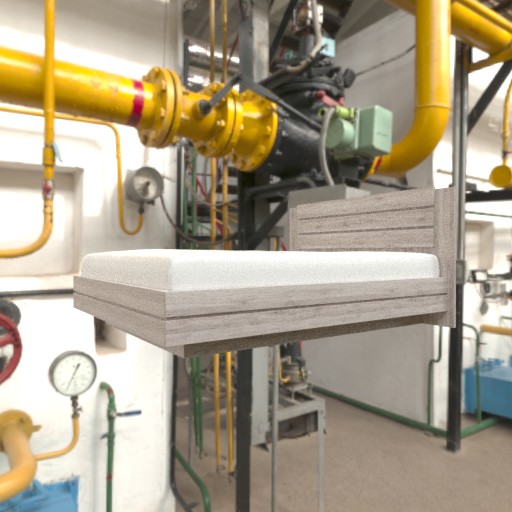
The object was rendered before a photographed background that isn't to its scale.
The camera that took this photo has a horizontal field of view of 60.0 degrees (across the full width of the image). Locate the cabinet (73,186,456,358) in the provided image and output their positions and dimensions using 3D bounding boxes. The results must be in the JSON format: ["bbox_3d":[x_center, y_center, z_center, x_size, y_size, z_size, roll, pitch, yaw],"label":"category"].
[{"bbox_3d":[0.000,0.000,3.127,2.080,0.970,1.750,0,0,-35],"label":"cabinet"}]
